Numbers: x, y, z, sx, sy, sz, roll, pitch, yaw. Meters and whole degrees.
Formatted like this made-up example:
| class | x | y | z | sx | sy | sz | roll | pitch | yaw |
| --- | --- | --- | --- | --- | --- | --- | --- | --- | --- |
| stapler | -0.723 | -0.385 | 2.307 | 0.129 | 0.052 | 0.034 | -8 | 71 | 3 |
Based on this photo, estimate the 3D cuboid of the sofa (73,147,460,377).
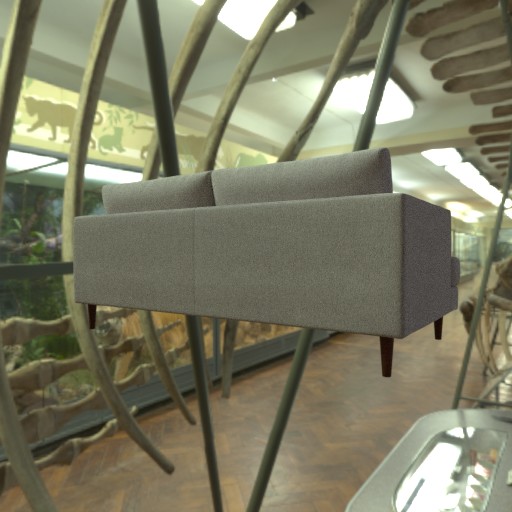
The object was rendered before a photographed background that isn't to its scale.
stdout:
| class | x | y | z | sx | sy | sz | roll | pitch | yaw |
| --- | --- | --- | --- | --- | --- | --- | --- | --- | --- |
| sofa | 0.000 | 0.000 | 2.482 | 1.948 | 0.868 | 1.020 | 0 | 1 | 35 |
